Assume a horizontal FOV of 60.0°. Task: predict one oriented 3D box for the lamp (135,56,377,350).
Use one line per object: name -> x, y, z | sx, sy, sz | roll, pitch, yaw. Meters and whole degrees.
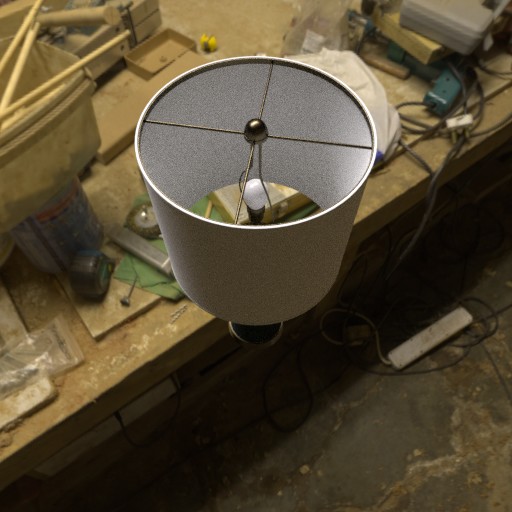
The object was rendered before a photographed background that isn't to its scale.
lamp -> 0.000, 0.000, 0.811 | 0.301, 0.630, 0.301 | -31, 64, -18
